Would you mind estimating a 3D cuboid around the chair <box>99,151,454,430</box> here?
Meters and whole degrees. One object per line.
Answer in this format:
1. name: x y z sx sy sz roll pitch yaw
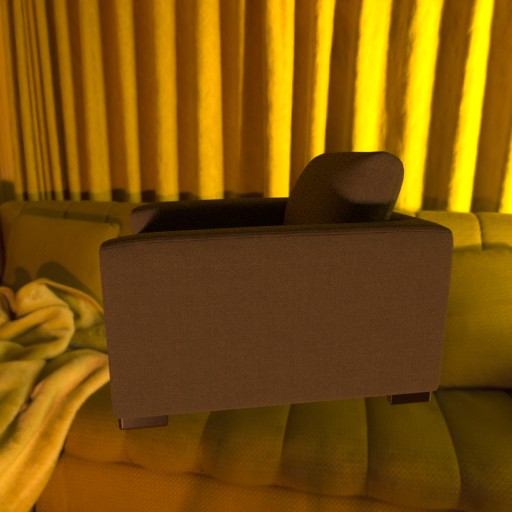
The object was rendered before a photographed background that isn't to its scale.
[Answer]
1. chair: 0.000 0.000 1.847 1.100 0.847 1.070 -2 13 -9
